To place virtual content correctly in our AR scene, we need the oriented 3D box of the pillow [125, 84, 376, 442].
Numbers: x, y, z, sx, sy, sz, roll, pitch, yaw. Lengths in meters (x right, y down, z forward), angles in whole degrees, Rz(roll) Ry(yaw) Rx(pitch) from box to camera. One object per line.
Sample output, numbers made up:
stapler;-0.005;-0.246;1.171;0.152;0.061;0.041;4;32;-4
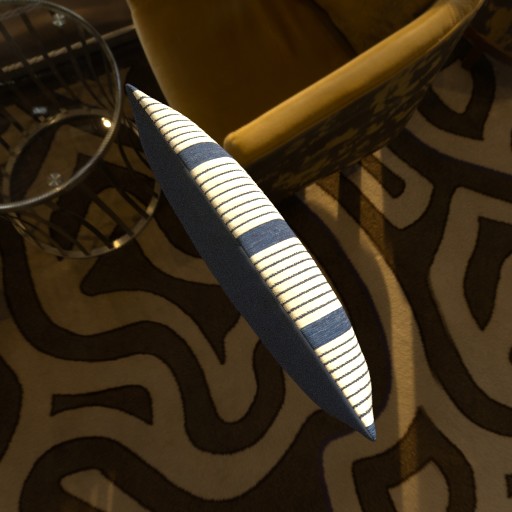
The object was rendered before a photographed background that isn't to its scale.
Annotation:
pillow;0.000;0.000;0.748;0.156;0.292;0.608;-34;79;-7
